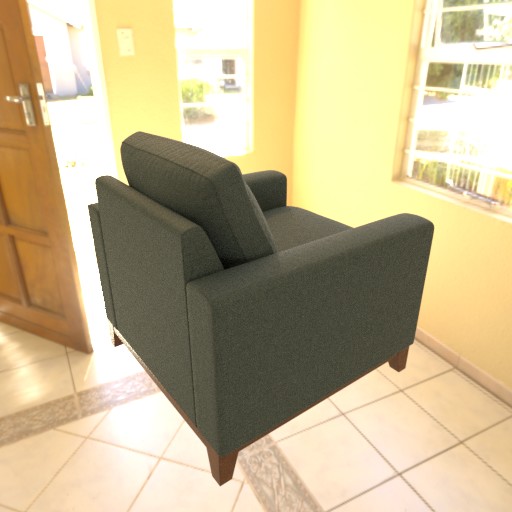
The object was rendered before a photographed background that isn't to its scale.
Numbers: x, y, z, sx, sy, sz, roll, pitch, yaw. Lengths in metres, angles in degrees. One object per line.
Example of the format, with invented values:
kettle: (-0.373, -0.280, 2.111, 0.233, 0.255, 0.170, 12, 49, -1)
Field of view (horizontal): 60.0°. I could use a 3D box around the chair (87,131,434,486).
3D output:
chair: (0.000, 0.000, 1.874, 1.038, 1.010, 1.024, -18, 30, -33)
